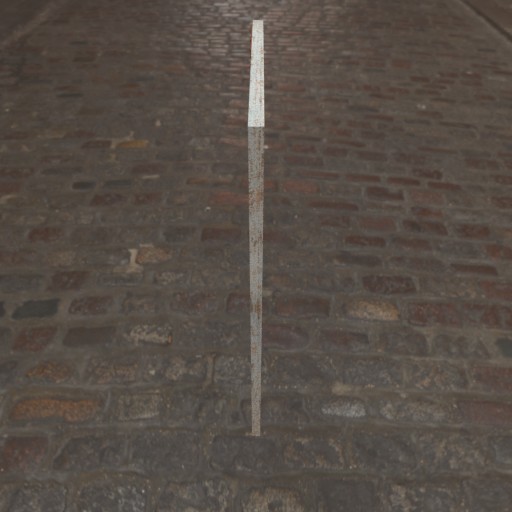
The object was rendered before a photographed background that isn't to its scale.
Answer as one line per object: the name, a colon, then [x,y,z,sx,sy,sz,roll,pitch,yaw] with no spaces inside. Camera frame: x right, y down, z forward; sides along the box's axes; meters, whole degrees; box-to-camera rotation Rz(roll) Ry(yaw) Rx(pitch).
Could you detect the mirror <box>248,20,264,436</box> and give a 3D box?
mirror: [0.000,0.000,1.079,0.027,0.922,0.472,0,43,0]
